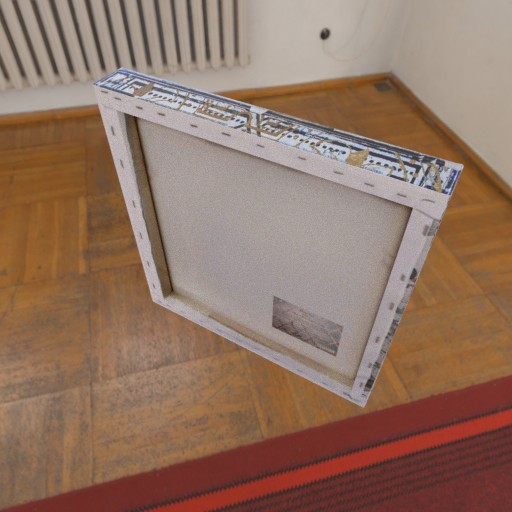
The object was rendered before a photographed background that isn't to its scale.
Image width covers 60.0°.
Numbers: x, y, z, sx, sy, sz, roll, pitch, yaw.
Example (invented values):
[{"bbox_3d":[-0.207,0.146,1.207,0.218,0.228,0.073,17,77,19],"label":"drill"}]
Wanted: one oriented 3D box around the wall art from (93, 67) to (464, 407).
[{"bbox_3d":[0.000,0.000,0.451,0.302,0.306,0.038,23,51,20],"label":"wall art"}]
